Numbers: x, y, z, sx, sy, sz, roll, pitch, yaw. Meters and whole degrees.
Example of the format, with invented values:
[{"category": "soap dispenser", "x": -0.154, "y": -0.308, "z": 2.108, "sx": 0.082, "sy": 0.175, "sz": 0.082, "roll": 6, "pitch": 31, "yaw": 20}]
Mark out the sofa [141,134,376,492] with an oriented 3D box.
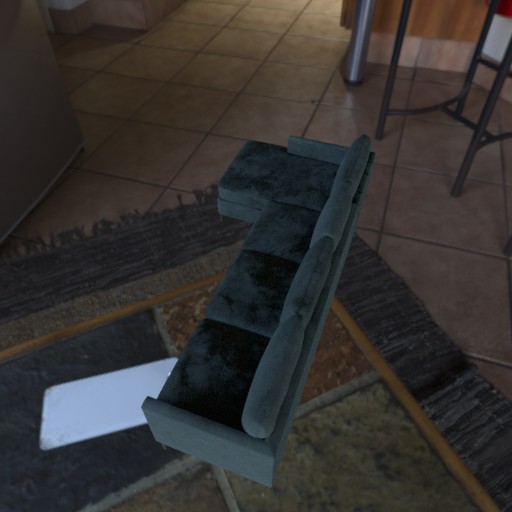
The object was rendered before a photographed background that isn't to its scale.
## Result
[{"category": "sofa", "x": 0.000, "y": 0.000, "z": 4.037, "sx": 1.500, "sy": 0.967, "sz": 3.400, "roll": 15, "pitch": 49, "yaw": 14}]
